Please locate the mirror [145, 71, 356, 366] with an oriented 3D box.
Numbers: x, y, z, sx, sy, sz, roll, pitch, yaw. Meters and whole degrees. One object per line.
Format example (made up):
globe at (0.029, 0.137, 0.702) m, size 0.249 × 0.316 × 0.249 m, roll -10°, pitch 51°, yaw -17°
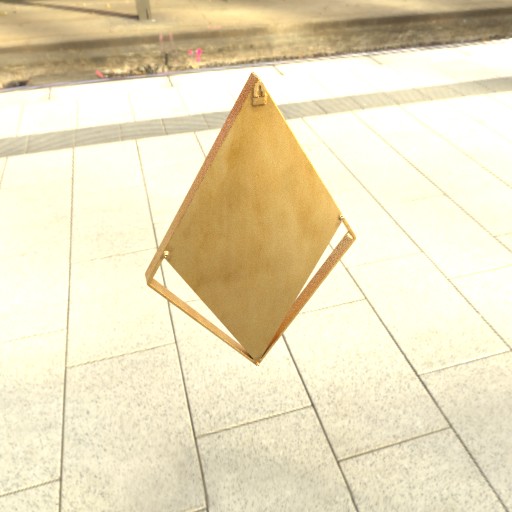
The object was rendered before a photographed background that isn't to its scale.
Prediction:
mirror at (0.000, 0.000, 0.850) m, size 0.419 × 0.679 × 0.032 m, roll -12°, pitch 42°, yaw -14°
